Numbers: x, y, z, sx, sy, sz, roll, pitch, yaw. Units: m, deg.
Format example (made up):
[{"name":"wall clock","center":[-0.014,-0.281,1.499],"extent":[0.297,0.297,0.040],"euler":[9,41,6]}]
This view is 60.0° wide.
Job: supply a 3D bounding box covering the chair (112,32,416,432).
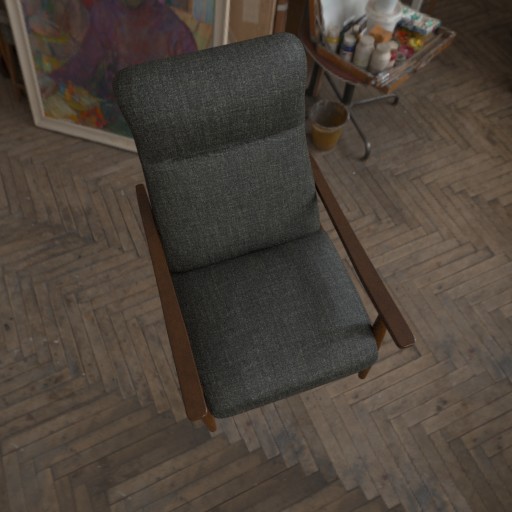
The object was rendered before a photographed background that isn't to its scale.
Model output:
[{"name":"chair","center":[0.000,0.000,1.669],"extent":[0.762,1.082,1.014],"euler":[-17,64,-8]}]
